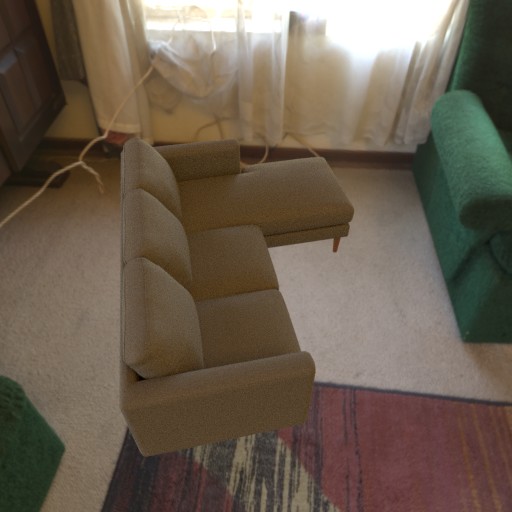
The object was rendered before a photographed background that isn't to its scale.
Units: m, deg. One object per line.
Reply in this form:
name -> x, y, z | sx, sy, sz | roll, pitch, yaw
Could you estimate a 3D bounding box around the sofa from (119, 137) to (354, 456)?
sofa -> 0.000, 0.000, 2.829 | 1.591, 0.897, 2.031 | -9, 46, -8
